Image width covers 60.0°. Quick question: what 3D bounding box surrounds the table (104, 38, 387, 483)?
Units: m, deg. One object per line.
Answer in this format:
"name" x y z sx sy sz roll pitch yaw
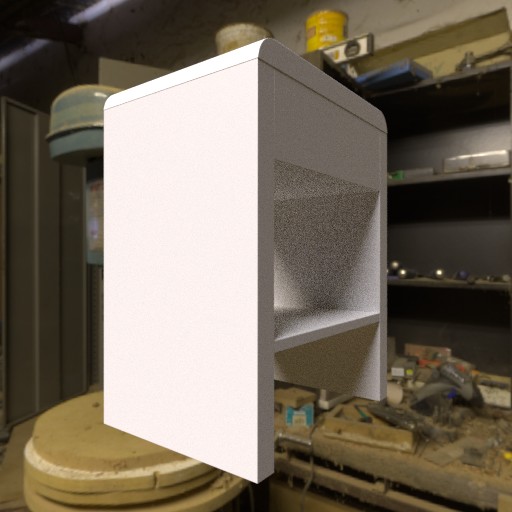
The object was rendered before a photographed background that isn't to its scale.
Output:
"table" 0.000 0.000 0.858 0.350 0.590 0.450 0 0 37
